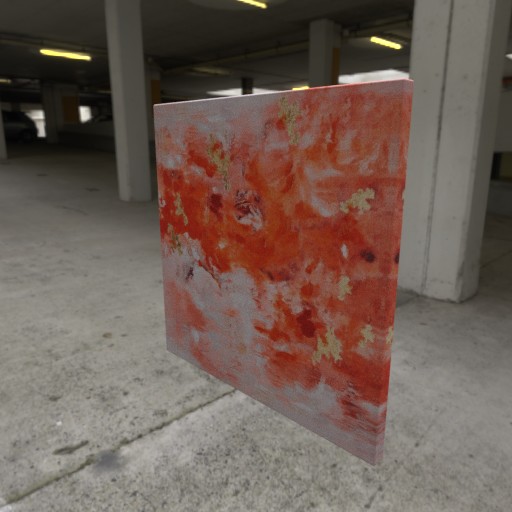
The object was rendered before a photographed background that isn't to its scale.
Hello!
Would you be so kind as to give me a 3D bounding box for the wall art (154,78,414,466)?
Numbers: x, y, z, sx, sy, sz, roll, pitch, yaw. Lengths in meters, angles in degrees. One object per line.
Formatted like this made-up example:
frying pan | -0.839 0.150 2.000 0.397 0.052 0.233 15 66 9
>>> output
wall art | 0.000 0.000 1.092 0.747 0.746 0.064 14 20 43
